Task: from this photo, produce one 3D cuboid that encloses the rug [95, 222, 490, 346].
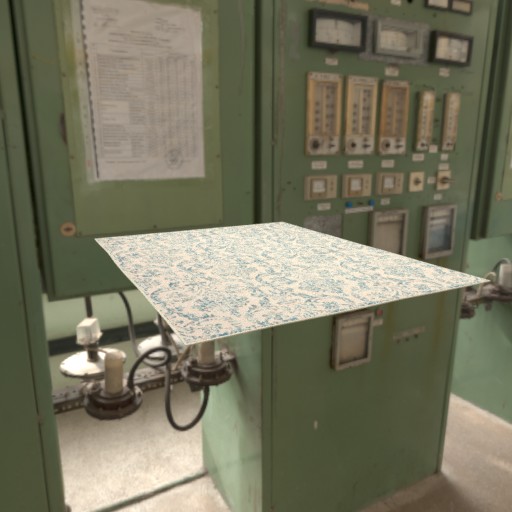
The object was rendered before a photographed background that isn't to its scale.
[{"bbox_3d":[0.000,0.000,4.027,2.363,0.012,2.980,-7,16,-27],"label":"rug"}]
